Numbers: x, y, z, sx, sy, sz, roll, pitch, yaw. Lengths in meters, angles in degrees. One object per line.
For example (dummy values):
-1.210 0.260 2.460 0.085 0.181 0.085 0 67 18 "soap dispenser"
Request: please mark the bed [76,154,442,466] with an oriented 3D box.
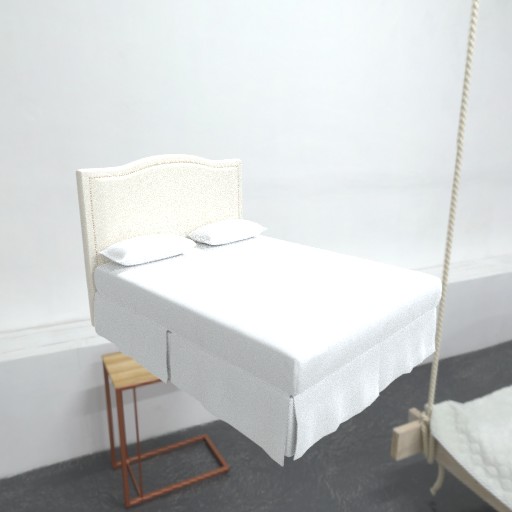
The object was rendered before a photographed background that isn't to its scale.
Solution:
0.000 0.000 3.414 2.282 1.436 1.821 15 22 43 "bed"
